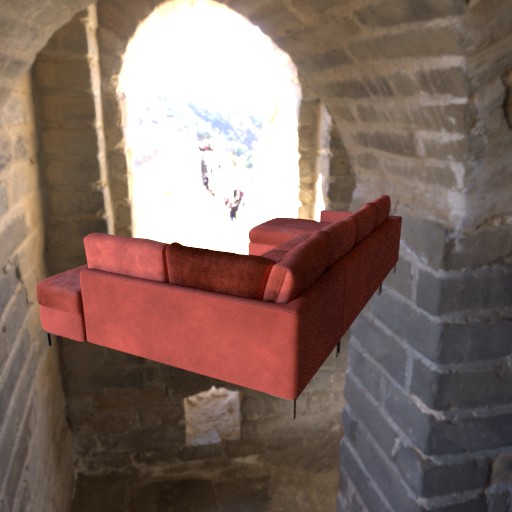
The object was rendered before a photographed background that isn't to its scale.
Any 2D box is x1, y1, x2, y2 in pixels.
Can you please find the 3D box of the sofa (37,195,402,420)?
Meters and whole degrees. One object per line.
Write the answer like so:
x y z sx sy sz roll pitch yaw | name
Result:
0.000 0.000 3.909 1.981 0.858 2.971 8 18 26 | sofa
